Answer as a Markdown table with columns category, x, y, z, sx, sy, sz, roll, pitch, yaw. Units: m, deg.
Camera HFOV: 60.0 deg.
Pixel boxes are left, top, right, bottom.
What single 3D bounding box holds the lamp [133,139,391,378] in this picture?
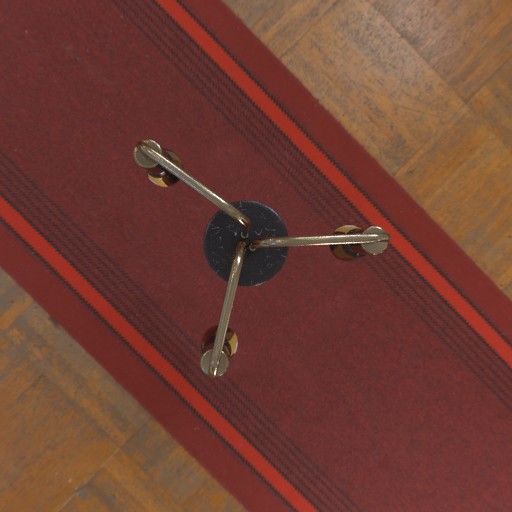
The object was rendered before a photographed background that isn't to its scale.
| category | x | y | z | sx | sy | sz | roll | pitch | yaw |
| --- | --- | --- | --- | --- | --- | --- | --- | --- | --- |
| lamp | 0.000 | 0.000 | 0.804 | 0.368 | 0.560 | 0.355 | 0 | 90 | -2 |
